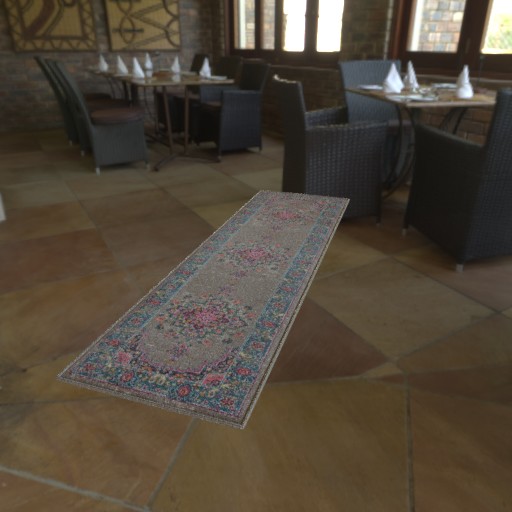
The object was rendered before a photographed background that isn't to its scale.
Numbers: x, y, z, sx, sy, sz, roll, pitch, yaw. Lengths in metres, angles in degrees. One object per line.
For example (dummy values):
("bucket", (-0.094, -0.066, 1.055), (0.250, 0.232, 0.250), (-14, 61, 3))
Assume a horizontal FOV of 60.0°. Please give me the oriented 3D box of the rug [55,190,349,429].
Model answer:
("rug", (0.000, 0.000, 1.913), (0.553, 0.012, 1.827), (8, 27, 17))
